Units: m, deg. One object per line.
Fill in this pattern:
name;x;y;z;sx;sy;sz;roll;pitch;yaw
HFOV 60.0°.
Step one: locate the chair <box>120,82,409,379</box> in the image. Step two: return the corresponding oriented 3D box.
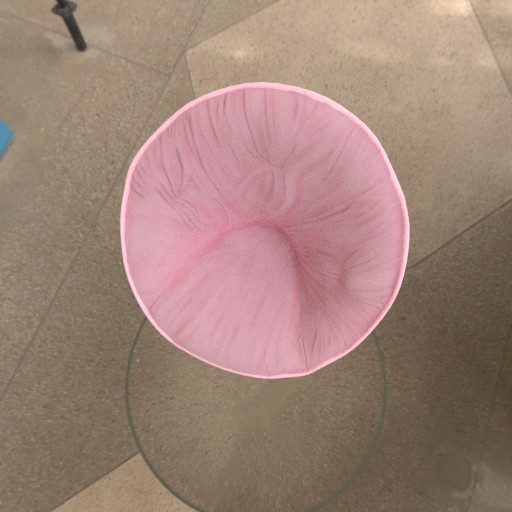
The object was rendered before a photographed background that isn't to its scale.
chair;0.000;0.000;0.894;0.522;0.494;0.459;22;76;6
